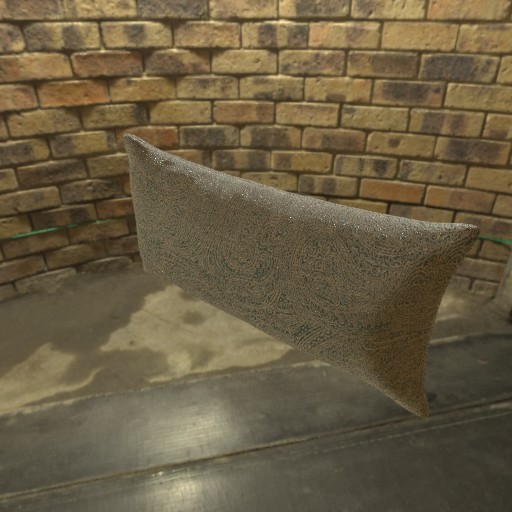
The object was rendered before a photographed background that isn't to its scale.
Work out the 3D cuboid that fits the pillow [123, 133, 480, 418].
[{"bbox_3d":[0.000,0.000,0.711,0.615,0.295,0.151,22,36,33],"label":"pillow"}]
